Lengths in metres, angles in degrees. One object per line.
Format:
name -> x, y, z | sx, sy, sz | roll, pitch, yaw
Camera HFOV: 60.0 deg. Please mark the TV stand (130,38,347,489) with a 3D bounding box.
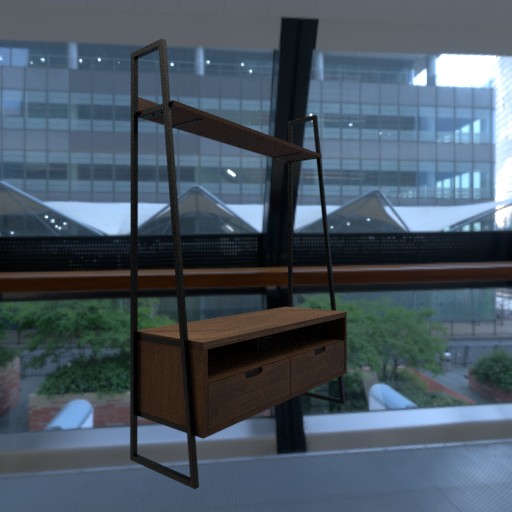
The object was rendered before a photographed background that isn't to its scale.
TV stand -> 0.000, 0.000, 2.293 | 0.432, 1.772, 1.250 | 0, 0, 38
